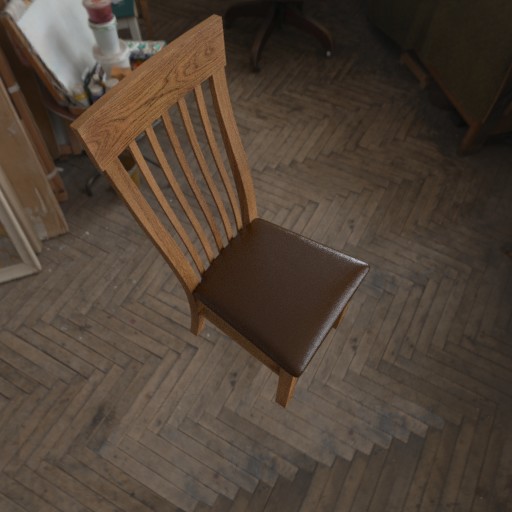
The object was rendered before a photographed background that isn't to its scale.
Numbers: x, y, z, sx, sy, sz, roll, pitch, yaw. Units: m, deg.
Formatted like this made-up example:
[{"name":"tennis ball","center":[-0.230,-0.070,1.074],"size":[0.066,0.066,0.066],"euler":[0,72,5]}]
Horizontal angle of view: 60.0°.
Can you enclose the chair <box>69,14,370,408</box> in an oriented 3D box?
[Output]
[{"name":"chair","center":[0.000,0.000,1.305],"size":[0.580,1.050,0.450],"euler":[31,64,17]}]
